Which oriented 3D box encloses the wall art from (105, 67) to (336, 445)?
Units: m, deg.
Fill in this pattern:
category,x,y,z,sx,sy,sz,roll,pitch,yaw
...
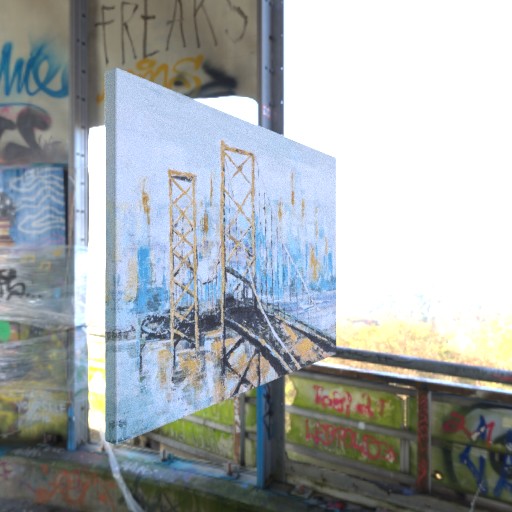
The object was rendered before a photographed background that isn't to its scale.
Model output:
category,x,y,z,sx,sy,sz,roll,pitch,yaw
wall art,0.000,0.000,1.312,0.038,0.762,1.016,0,0,36
